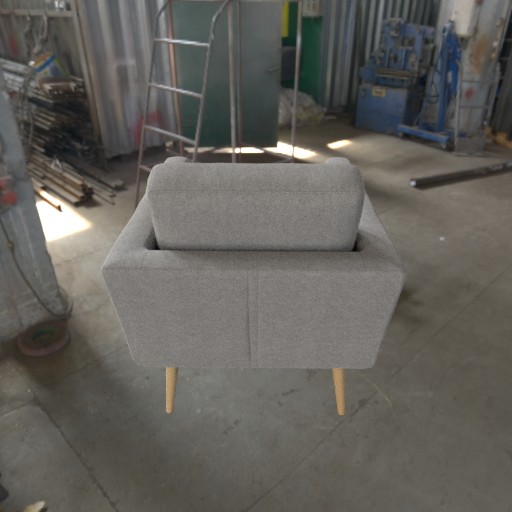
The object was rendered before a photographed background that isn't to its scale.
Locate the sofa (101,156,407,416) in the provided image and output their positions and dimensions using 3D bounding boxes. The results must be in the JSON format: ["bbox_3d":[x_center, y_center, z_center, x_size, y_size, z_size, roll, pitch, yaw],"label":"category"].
[{"bbox_3d":[0.000,0.000,1.560,0.770,0.860,0.920,0,30,1],"label":"sofa"}]
